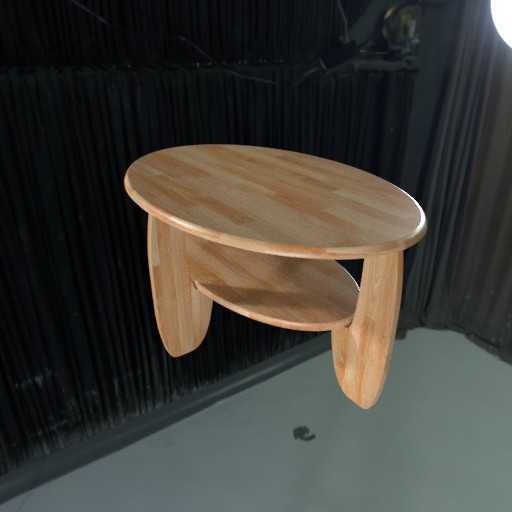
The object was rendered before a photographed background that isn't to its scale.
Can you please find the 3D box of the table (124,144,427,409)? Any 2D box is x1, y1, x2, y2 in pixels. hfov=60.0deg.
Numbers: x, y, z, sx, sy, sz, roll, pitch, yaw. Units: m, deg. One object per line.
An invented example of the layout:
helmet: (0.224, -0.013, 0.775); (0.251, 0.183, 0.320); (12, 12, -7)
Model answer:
table: (0.000, 0.000, 1.380); (0.690, 0.490, 1.040); (-18, 32, -32)
